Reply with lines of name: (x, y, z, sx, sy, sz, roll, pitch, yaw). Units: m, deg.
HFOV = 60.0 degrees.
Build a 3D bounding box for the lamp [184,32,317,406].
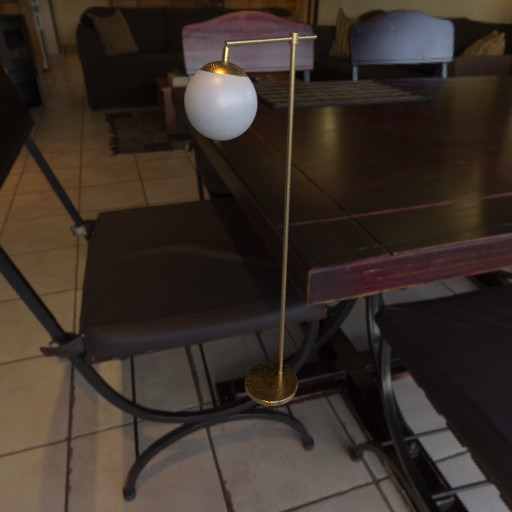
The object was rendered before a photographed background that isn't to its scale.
lamp: (0.000, 0.000, 1.682, 0.476, 1.505, 0.249, -21, 37, -31)
